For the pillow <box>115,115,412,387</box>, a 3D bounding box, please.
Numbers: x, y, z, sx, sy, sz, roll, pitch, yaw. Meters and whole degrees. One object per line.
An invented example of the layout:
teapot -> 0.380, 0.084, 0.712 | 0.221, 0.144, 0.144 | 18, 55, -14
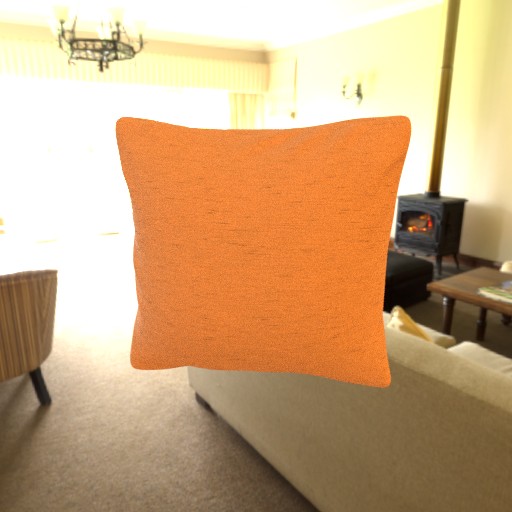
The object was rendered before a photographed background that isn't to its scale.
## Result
pillow -> 0.000, 0.000, 0.685 | 0.432, 0.415, 0.246 | 2, 15, 8
